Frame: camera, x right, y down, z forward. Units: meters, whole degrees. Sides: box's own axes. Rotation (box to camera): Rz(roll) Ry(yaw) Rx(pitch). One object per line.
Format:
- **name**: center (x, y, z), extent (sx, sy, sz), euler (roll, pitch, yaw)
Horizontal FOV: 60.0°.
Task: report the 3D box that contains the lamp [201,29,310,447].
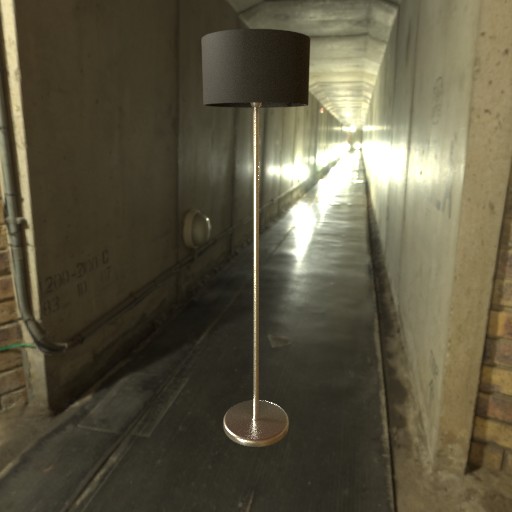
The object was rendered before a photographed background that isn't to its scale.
- **lamp**: center (0.000, 0.000, 1.625), extent (0.348, 1.443, 0.348), euler (-7, 18, -24)
